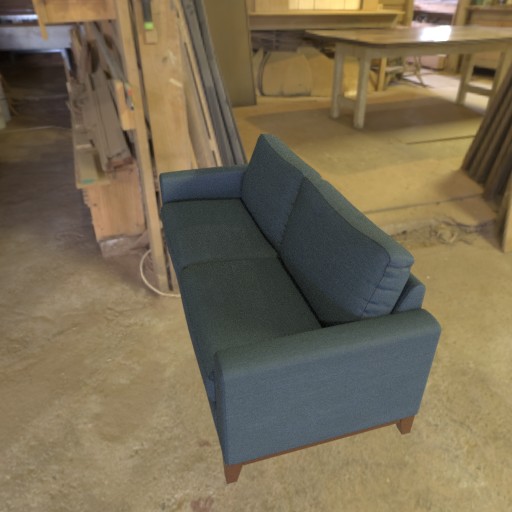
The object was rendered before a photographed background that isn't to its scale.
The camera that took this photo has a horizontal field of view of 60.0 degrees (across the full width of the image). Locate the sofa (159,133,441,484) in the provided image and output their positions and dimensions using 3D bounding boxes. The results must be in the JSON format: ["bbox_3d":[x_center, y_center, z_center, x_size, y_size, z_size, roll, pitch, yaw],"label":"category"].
[{"bbox_3d":[0.000,0.000,2.385,0.877,0.865,1.900,-9,33,-14],"label":"sofa"}]
